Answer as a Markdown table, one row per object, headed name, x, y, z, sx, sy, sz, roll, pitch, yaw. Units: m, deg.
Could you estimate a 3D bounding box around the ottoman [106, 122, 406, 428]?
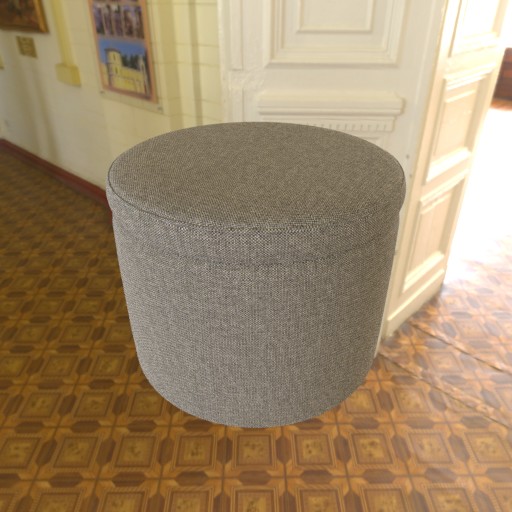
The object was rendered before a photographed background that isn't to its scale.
| name | x | y | z | sx | sy | sz | roll | pitch | yaw |
| --- | --- | --- | --- | --- | --- | --- | --- | --- | --- |
| ottoman | 0.000 | 0.000 | 0.886 | 0.520 | 0.430 | 0.520 | 0 | 32 | 0 |
